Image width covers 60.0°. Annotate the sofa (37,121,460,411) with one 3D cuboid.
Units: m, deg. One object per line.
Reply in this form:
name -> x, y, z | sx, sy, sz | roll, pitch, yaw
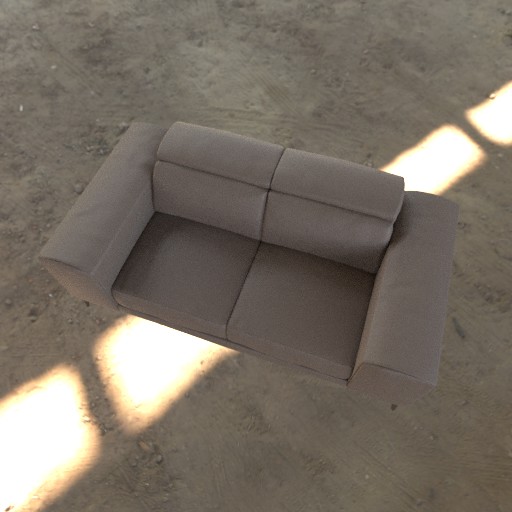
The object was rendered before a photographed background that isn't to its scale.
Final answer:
sofa -> 0.000, 0.000, 2.374 | 1.895, 0.779, 1.003 | 16, 60, 10
